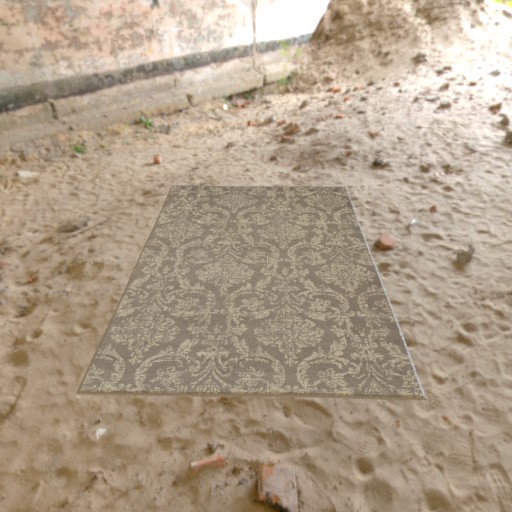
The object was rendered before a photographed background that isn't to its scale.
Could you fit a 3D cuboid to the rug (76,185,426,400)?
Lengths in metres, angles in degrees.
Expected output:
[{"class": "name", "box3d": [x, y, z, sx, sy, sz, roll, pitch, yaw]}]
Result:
[{"class": "rug", "box3d": [0.000, 0.000, 3.456, 1.819, 0.018, 2.746, 1, 32, 1]}]
